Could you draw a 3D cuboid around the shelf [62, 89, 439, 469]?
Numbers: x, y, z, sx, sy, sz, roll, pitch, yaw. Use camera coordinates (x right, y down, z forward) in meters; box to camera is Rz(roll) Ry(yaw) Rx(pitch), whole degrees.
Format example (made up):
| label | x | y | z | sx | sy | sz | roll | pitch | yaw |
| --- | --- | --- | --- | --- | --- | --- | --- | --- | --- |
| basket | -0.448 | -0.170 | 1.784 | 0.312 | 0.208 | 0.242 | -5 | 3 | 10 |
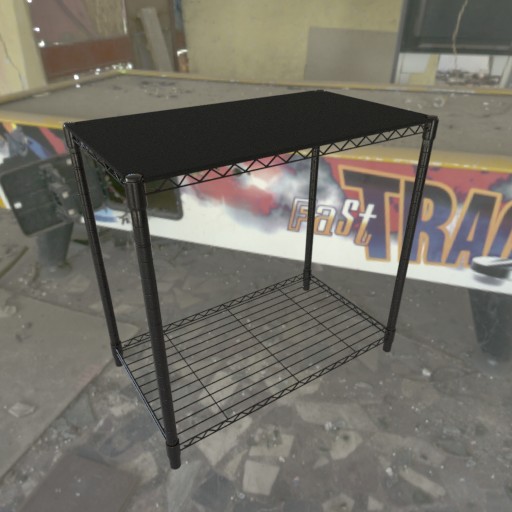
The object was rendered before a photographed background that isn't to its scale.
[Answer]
| label | x | y | z | sx | sy | sz | roll | pitch | yaw |
| --- | --- | --- | --- | --- | --- | --- | --- | --- | --- |
| shelf | 0.000 | 0.000 | 0.928 | 0.589 | 0.564 | 0.338 | -19 | 35 | -28 |
